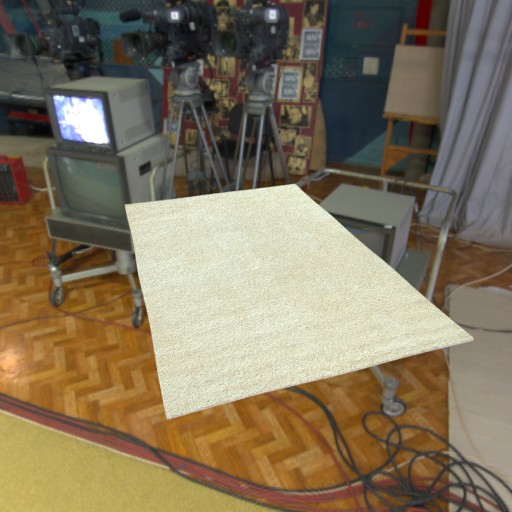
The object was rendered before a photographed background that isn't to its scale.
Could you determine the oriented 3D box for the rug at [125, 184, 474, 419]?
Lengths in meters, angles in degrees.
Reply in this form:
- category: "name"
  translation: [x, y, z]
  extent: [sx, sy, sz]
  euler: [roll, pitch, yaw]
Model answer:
- category: "rug"
  translation: [0.000, 0.000, 3.471]
  extent: [1.800, 0.025, 2.699]
  euler: [-9, 31, -16]
